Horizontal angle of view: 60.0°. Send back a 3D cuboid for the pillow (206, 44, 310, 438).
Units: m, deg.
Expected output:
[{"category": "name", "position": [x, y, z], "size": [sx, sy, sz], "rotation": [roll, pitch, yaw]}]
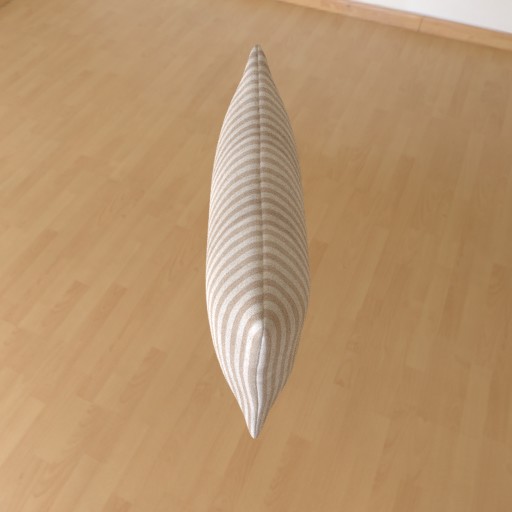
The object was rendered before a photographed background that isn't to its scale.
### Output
[{"category": "pillow", "position": [0.000, 0.000, 0.801], "size": [0.166, 0.510, 0.523], "rotation": [0, 56, 0]}]
